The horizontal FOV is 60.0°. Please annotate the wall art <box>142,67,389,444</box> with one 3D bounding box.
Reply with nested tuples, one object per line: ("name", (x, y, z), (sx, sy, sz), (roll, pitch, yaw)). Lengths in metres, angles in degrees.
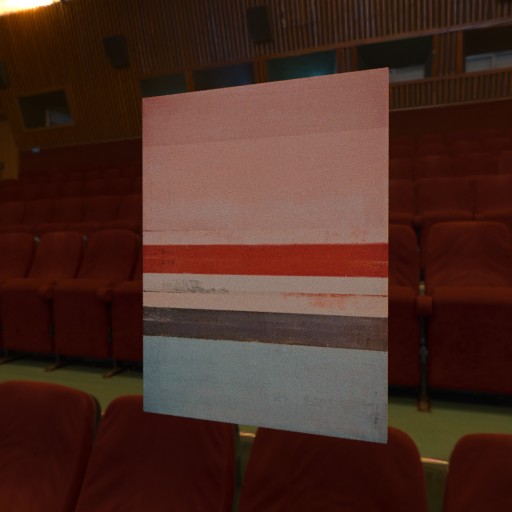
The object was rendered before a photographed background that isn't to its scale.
("wall art", (0.000, 0.000, 1.335), (0.761, 1.016, 0.039), (0, 1, 19))
